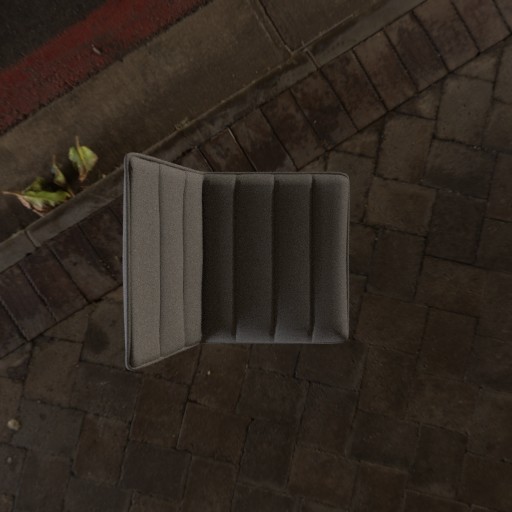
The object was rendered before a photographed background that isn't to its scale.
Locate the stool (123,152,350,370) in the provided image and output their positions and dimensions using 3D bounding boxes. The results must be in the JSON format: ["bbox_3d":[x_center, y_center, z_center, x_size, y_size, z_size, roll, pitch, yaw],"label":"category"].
[{"bbox_3d":[0.000,0.000,1.244,0.490,0.960,0.490,0,91,0],"label":"stool"}]
